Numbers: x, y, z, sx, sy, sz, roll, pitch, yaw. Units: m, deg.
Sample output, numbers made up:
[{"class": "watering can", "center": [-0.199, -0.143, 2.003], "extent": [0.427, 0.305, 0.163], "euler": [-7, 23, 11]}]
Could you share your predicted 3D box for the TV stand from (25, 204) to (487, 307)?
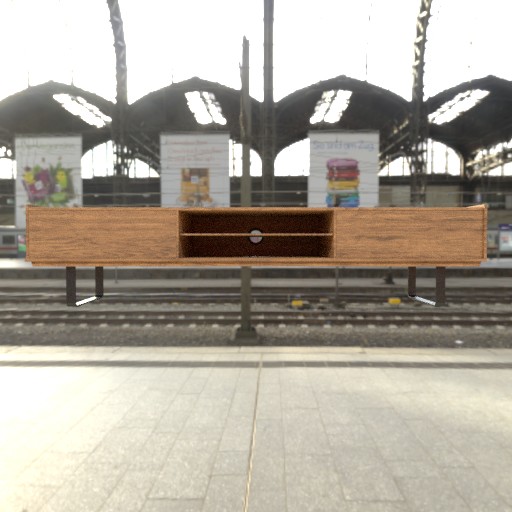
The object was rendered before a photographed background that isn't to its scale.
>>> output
[{"class": "TV stand", "center": [0.000, 0.000, 1.956], "extent": [1.796, 0.415, 0.467], "euler": [0, 1, 0]}]
